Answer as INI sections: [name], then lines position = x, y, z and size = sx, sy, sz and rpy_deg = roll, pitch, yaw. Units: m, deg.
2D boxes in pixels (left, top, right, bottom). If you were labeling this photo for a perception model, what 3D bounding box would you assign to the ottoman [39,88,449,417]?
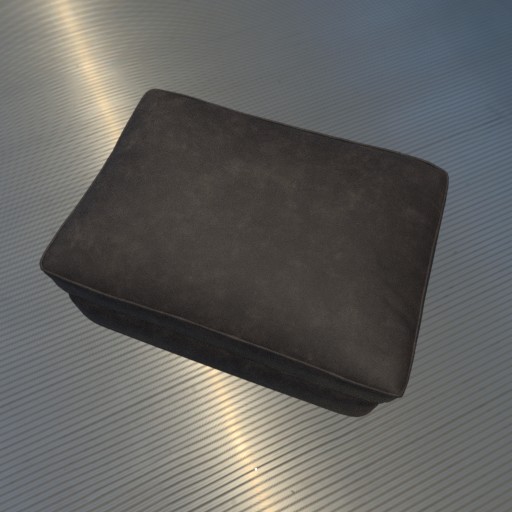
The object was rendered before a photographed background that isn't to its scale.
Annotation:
[ottoman]
position = 0.000, 0.000, 0.965
size = 0.665, 0.413, 0.501
rpy_deg = 18, 66, 8
